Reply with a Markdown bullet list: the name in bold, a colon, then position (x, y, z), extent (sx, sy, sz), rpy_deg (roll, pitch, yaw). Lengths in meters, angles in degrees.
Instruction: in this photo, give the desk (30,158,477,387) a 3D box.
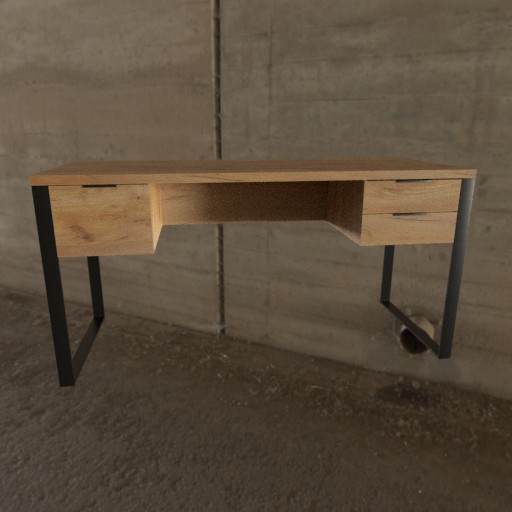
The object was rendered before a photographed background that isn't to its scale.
- **desk**: position (0.000, 0.000, 1.881), extent (1.520, 0.760, 0.600), rpy_deg (-2, 17, -8)
